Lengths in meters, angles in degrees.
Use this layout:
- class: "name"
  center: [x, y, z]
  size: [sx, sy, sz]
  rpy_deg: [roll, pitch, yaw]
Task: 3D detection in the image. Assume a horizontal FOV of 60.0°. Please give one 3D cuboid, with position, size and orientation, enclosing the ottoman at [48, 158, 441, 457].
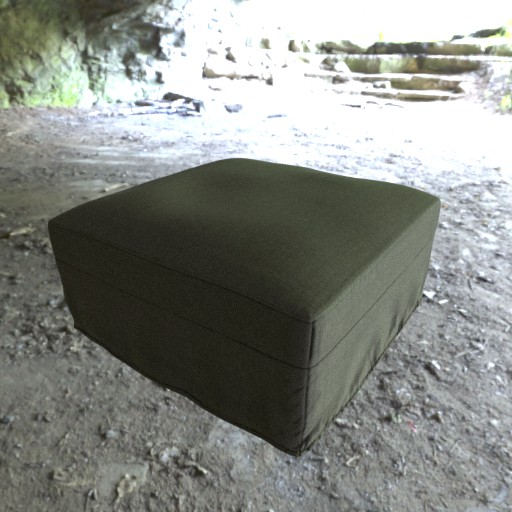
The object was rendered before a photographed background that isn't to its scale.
- class: "ottoman"
  center: [0.000, 0.000, 1.344]
  size: [0.843, 0.436, 0.840]
  rpy_deg: [18, 31, 31]
